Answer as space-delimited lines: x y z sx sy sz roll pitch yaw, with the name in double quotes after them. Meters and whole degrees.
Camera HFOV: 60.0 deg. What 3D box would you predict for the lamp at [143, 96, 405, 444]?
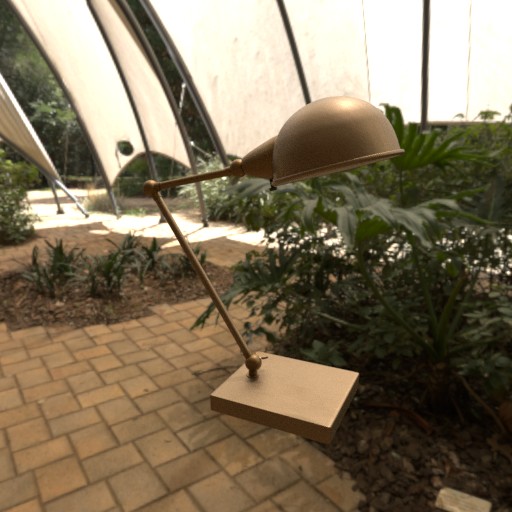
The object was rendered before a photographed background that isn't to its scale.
0.000 0.000 0.558 0.339 0.371 0.149 6 15 25 "lamp"
